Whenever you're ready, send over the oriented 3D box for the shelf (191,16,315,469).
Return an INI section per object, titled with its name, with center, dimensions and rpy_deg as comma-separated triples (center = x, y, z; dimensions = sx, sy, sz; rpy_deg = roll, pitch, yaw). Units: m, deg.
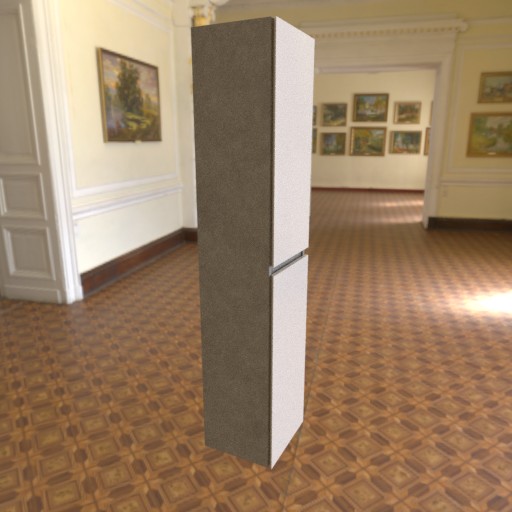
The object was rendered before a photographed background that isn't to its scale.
[shelf]
center = 0.000, 0.000, 1.524
dimensions = 0.270, 1.400, 0.300
rpy_deg = 7, 16, 26
